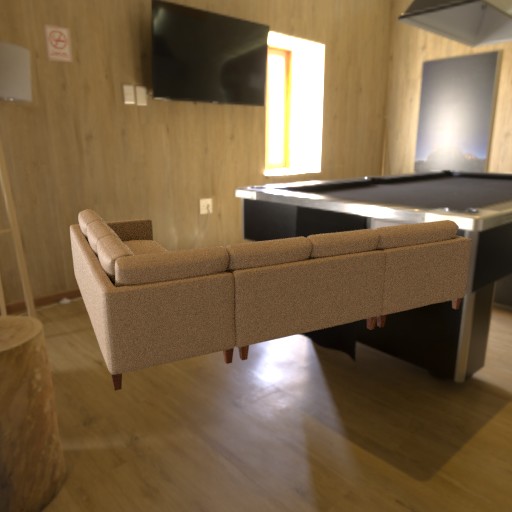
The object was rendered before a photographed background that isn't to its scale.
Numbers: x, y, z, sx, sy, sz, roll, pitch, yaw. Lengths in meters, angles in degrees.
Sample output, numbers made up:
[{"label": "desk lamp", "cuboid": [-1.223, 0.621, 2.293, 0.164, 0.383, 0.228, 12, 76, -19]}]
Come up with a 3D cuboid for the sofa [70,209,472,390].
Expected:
[{"label": "sofa", "cuboid": [0.000, 0.000, 4.629, 3.403, 0.889, 2.551, -7, 17, -26]}]
